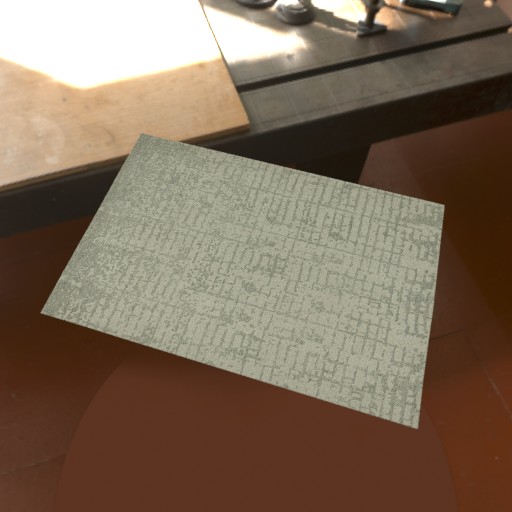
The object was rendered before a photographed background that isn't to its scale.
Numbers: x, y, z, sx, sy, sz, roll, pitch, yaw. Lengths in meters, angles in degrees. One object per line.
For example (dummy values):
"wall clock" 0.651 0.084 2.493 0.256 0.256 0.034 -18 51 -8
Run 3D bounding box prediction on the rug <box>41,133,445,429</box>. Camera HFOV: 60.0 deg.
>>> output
"rug" 0.000 0.000 2.303 1.827 0.007 1.211 15 63 8
